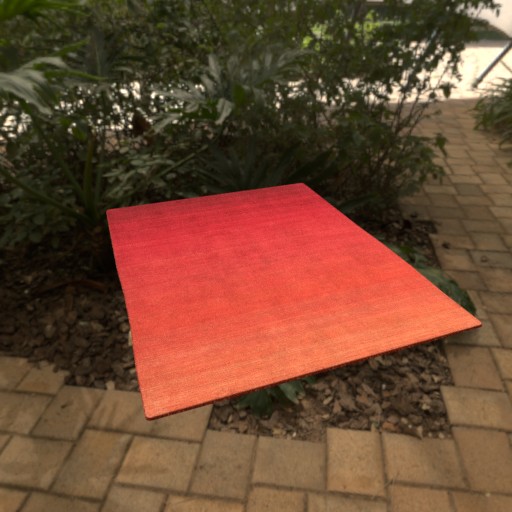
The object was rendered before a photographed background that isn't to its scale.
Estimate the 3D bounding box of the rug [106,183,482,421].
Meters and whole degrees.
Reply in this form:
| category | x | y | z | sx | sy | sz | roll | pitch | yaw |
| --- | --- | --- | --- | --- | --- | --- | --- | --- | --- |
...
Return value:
| category | x | y | z | sx | sy | sz | roll | pitch | yaw |
| --- | --- | --- | --- | --- | --- | --- | --- | --- | --- |
| rug | 0.000 | 0.000 | 3.908 | 2.340 | 0.028 | 2.905 | -11 | 32 | -17 |
